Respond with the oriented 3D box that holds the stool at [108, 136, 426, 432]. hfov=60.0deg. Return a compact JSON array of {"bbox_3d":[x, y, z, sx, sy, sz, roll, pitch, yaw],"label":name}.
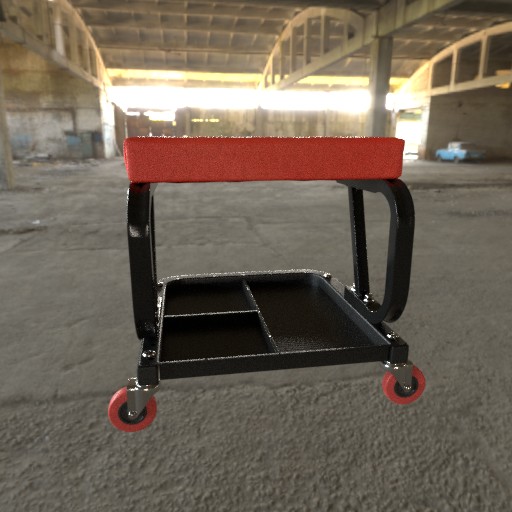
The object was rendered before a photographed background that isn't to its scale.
[{"bbox_3d":[0.000,0.000,0.731,0.446,0.380,0.371,-2,15,-9],"label":"stool"}]
